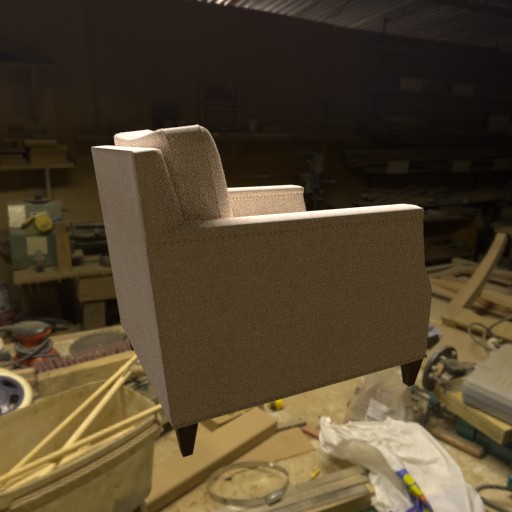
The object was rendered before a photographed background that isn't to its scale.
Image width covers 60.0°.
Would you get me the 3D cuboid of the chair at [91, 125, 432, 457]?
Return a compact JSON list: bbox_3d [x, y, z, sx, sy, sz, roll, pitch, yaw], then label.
[{"bbox_3d":[0.000,0.000,1.704,1.041,0.940,0.838,-7,16,-25],"label":"chair"}]
